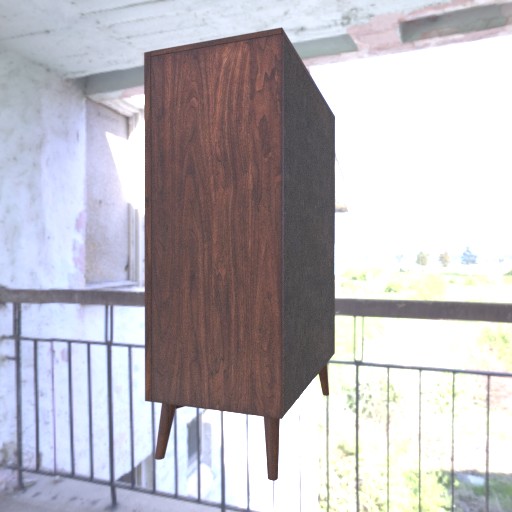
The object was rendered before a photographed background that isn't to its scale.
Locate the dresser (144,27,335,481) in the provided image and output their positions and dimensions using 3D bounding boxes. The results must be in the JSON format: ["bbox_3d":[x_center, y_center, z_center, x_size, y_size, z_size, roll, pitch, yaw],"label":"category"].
[{"bbox_3d":[0.000,0.000,1.837,0.498,1.365,0.919,0,1,20],"label":"dresser"}]
